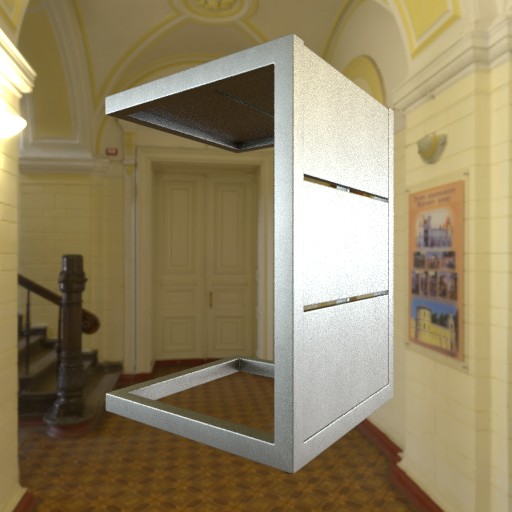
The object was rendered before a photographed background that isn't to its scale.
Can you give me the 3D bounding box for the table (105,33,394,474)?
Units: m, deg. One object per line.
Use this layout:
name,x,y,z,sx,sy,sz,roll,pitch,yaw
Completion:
table,0.000,0.000,0.889,0.420,0.609,0.405,0,0,36
